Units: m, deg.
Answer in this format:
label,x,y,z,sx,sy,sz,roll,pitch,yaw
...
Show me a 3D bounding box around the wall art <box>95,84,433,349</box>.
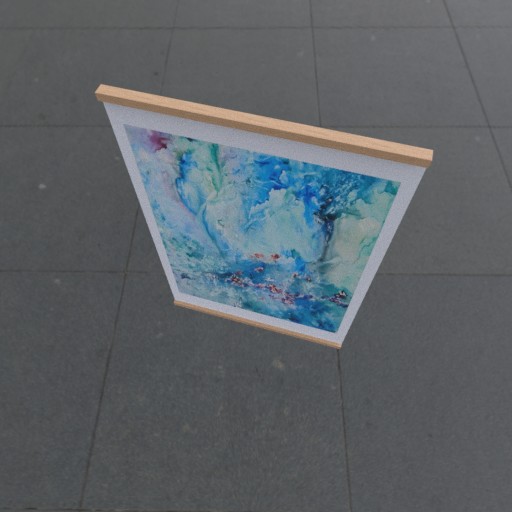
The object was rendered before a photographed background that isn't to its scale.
label,x,y,z,sx,sy,sz,roll,pitch,yaw
wall art,0.000,0.000,0.774,0.401,0.611,0.016,14,60,8
